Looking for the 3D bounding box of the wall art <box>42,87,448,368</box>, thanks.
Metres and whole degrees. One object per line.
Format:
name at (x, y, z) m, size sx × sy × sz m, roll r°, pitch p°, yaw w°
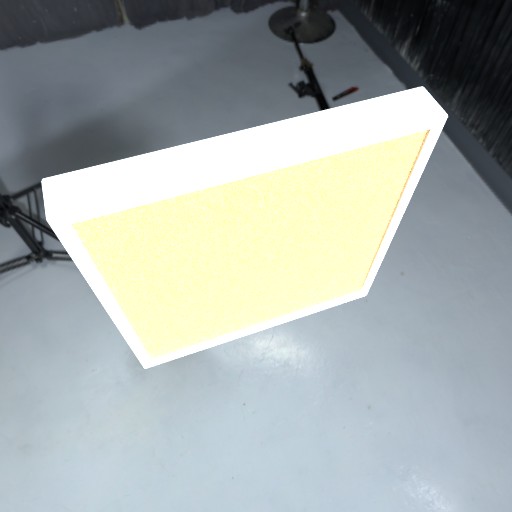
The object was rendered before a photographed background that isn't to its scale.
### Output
wall art at (0.000, 0.000, 0.455) m, size 0.305 × 0.305 × 0.038 m, roll -17°, pitch 59°, yaw -10°
